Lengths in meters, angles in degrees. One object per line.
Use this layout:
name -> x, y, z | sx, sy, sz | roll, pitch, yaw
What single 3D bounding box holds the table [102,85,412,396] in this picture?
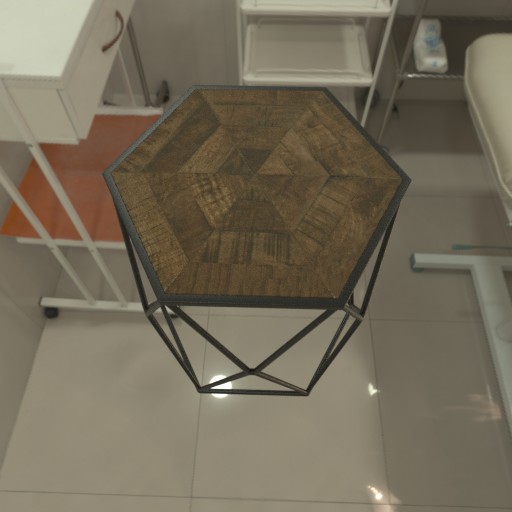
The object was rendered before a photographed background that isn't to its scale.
table -> 0.000, 0.000, 1.065 | 0.578, 0.564, 0.579 | 1, 58, 1
